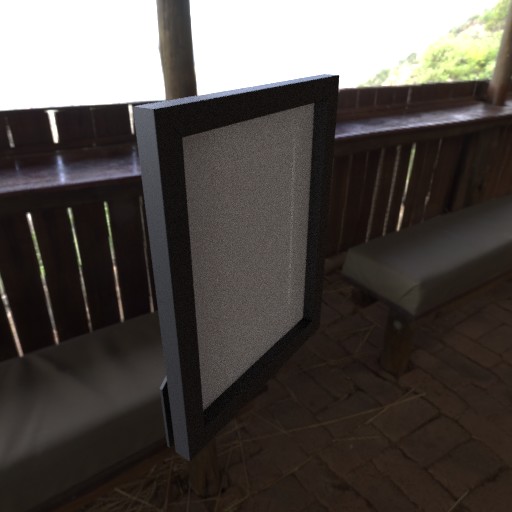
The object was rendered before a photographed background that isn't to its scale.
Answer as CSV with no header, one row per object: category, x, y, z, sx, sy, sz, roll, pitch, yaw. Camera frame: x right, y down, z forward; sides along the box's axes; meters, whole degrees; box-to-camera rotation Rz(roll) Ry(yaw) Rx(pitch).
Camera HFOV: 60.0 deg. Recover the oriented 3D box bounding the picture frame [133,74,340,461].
picture frame,0.000,0.000,0.532,0.036,0.383,0.307,18,33,31
